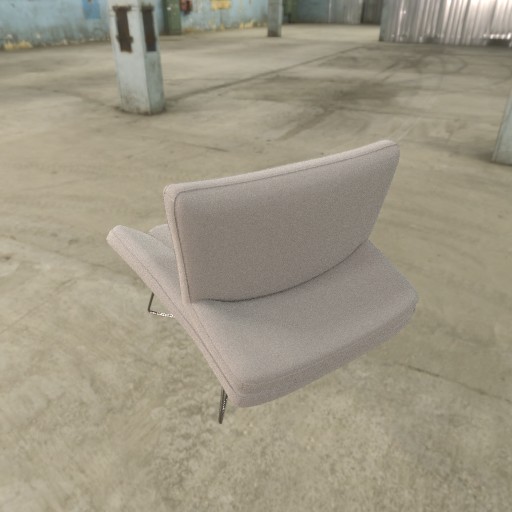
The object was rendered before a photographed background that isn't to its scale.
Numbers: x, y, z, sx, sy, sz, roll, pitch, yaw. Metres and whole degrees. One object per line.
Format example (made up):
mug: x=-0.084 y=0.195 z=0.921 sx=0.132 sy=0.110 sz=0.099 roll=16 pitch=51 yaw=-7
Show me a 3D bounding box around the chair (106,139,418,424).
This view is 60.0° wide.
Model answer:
chair: x=0.000 y=0.000 z=1.682 sx=0.859 sy=0.855 sz=1.008 roll=-18 pitch=34 yaw=-29
